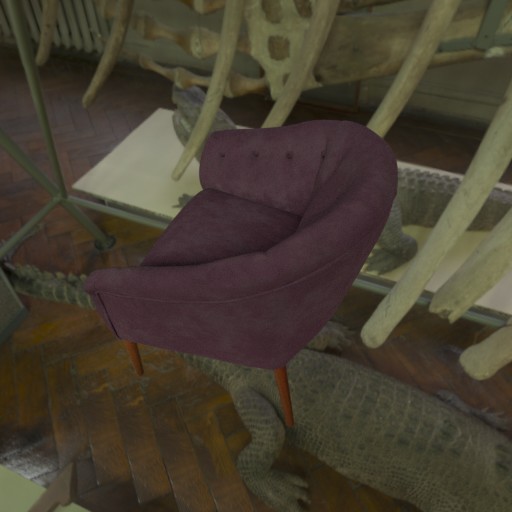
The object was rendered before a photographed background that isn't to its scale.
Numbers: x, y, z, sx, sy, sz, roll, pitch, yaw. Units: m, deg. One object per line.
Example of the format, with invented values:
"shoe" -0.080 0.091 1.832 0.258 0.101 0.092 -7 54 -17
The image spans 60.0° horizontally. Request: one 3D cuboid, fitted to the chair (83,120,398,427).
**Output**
"chair" 0.000 0.000 1.508 0.776 0.885 0.851 16 49 15
